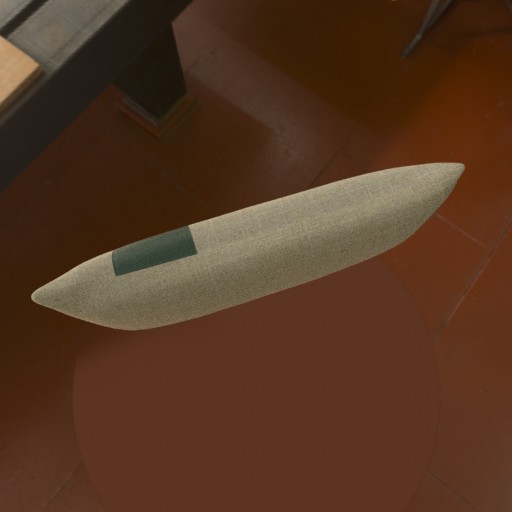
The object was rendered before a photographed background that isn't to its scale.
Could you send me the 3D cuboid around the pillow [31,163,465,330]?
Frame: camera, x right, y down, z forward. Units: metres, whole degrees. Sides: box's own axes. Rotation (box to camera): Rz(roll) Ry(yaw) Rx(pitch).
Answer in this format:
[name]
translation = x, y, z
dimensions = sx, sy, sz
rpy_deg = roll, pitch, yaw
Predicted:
[pillow]
translation = 0.000, 0.000, 1.040
dimensions = 0.859, 0.429, 0.197
rpy_deg = -17, 75, -5
